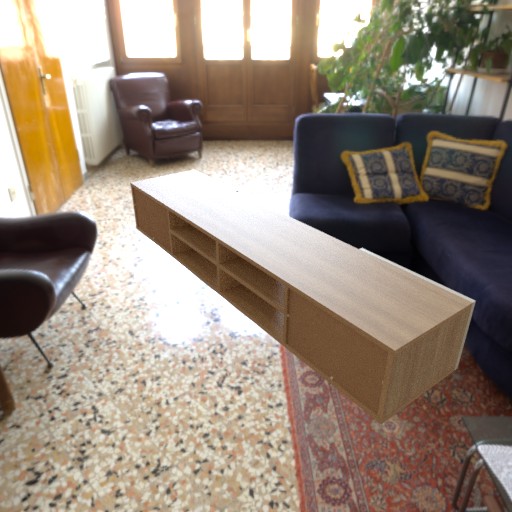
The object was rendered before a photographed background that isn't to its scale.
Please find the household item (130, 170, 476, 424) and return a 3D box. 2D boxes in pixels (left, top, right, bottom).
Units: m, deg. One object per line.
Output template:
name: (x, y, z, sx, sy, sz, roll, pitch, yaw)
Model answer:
household item: (0.000, 0.000, 2.073, 0.420, 0.310, 1.850, -19, 33, -32)
